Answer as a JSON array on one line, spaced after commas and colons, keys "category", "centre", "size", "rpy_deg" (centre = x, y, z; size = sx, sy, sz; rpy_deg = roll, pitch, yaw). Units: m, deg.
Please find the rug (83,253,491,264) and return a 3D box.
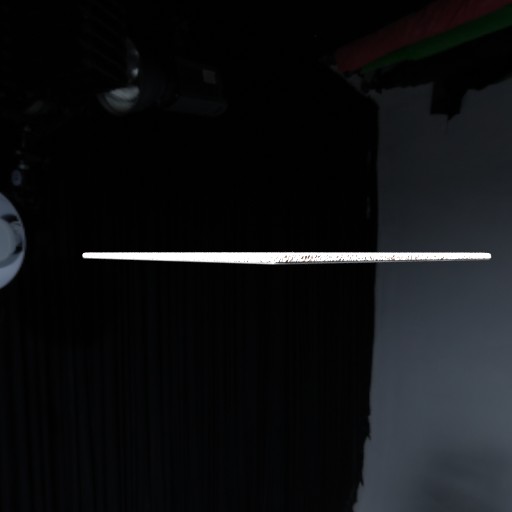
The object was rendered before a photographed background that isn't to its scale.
[{"category": "rug", "centre": [0.000, 0.000, 2.258], "size": [1.219, 0.030, 1.778], "rpy_deg": [0, 1, -37]}]
